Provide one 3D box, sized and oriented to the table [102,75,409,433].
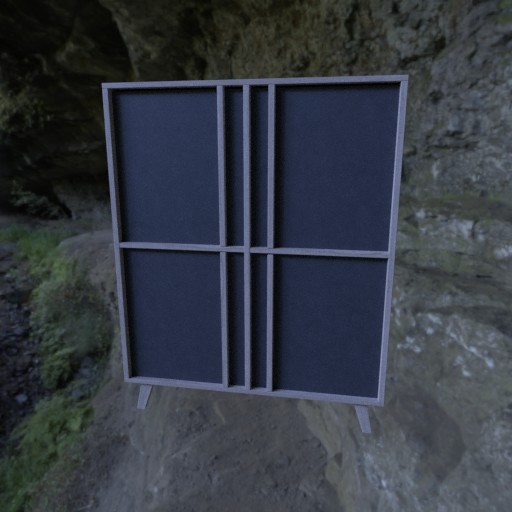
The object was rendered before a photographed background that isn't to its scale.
[{"bbox_3d":[0.000,0.000,1.930,1.111,1.388,0.398,2,14,10],"label":"table"}]
